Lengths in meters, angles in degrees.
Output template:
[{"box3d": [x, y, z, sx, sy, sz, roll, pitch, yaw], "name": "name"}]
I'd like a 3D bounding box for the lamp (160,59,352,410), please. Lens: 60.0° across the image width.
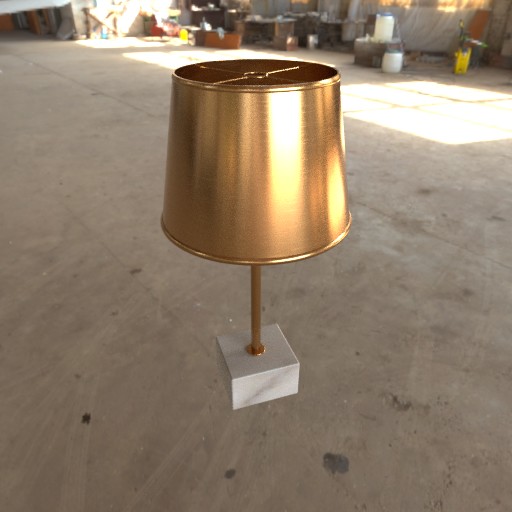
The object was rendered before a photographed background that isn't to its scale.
[{"box3d": [0.000, 0.000, 0.519, 0.208, 0.406, 0.208, 0, 31, 0], "name": "lamp"}]
